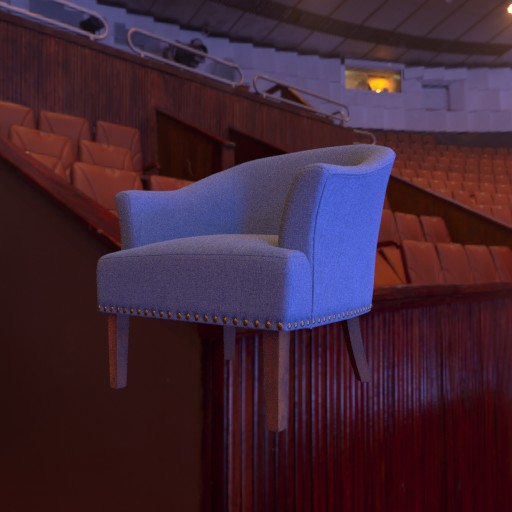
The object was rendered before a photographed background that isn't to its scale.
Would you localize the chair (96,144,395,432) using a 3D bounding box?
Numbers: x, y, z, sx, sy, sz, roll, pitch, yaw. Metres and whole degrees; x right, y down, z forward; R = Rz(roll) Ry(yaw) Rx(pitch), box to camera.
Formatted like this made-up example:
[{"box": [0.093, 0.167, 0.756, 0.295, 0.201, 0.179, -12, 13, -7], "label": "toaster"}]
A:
[{"box": [0.000, 0.000, 1.424, 0.798, 0.815, 0.704, -1, -1, 36], "label": "chair"}]
